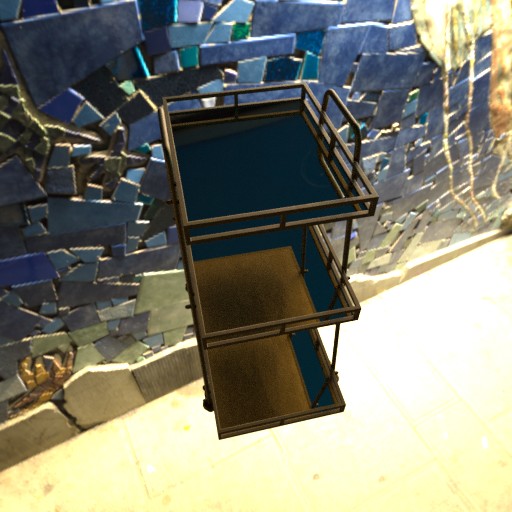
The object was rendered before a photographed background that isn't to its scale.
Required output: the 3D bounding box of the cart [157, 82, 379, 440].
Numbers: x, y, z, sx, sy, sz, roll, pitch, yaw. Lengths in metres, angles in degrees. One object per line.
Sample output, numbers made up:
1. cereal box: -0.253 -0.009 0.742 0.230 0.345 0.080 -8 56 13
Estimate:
1. cart: 0.000 0.000 1.272 0.441 0.883 0.711 -9 48 -9
